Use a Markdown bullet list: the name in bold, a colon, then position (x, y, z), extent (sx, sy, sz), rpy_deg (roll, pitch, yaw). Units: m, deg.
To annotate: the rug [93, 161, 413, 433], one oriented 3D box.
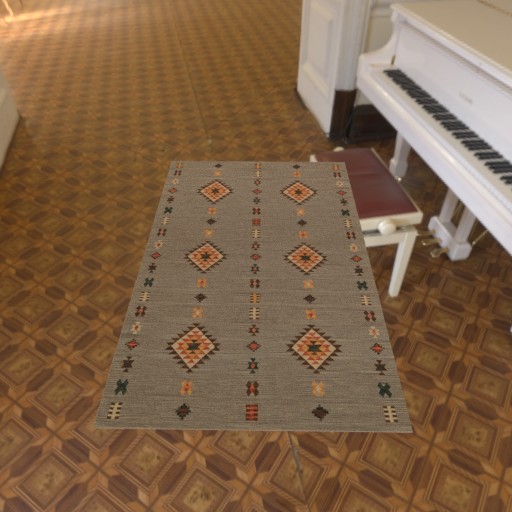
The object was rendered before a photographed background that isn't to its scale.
- **rug**: position (0.000, 0.000, 2.986), extent (1.515, 0.007, 2.427), rpy_deg (1, 43, 1)
